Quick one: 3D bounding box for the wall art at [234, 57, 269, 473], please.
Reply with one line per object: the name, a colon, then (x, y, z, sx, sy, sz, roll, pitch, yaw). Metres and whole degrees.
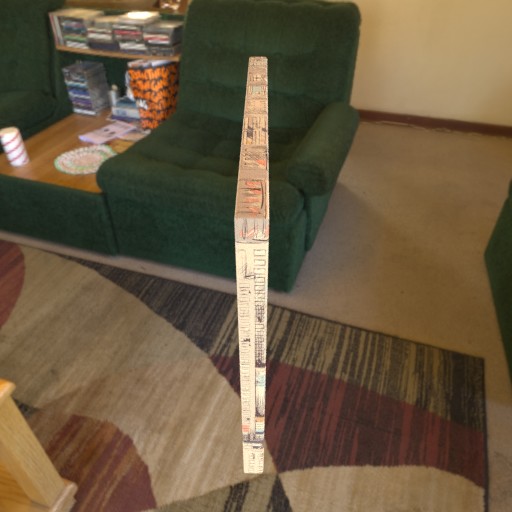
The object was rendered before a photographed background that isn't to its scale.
wall art: (0.000, 0.000, 0.909, 0.038, 0.608, 0.607, 1, 40, 1)
